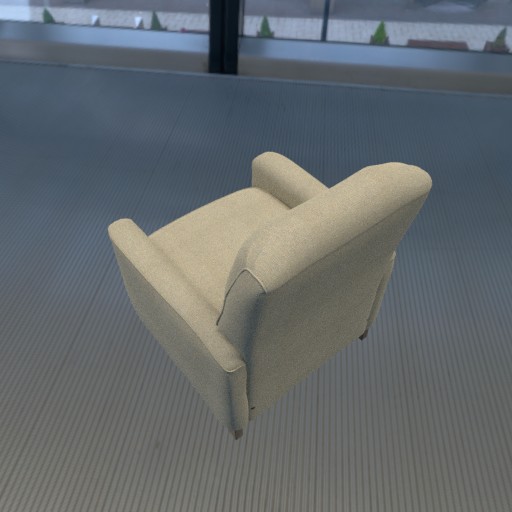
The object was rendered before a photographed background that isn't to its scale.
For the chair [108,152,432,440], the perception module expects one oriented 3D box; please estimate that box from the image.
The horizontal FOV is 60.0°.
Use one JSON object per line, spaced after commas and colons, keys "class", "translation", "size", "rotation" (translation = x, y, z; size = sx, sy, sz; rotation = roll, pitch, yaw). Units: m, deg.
{"class": "chair", "translation": [0.000, 0.000, 1.677], "size": [0.850, 1.006, 0.853], "rotation": [-30, 54, -26]}
